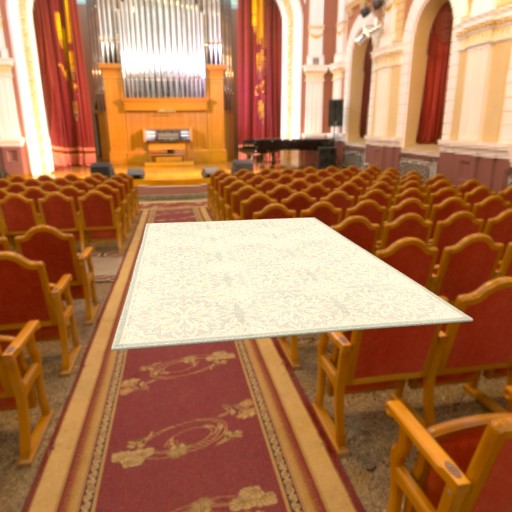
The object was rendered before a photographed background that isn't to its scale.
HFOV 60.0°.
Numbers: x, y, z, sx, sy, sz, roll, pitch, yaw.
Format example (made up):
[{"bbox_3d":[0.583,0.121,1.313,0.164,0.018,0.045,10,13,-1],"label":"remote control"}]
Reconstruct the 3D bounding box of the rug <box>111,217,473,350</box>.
[{"bbox_3d":[0.000,0.000,2.312,1.219,0.012,1.840,-3,16,-10],"label":"rug"}]
